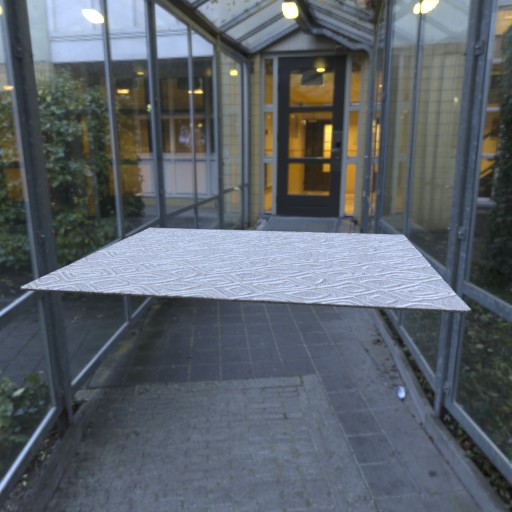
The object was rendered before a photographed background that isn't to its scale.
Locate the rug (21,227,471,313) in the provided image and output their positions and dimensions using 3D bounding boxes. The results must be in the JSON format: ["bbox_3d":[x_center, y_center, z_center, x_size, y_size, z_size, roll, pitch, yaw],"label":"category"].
[{"bbox_3d":[0.000,0.000,4.098,3.049,0.025,2.449,2,14,8],"label":"rug"}]
